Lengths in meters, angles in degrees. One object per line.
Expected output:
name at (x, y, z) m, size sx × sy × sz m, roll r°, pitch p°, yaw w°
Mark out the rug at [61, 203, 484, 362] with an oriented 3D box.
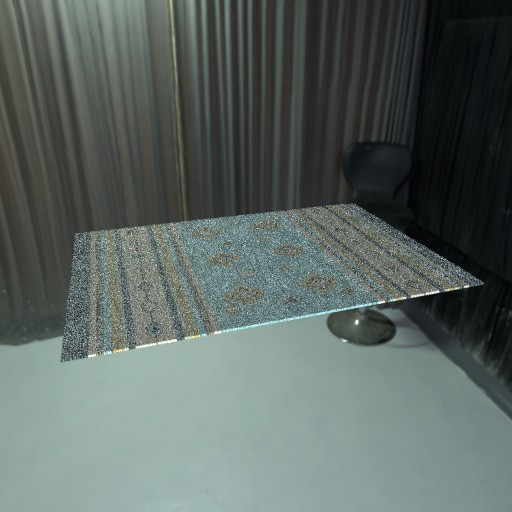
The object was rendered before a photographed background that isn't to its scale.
rug at (0.000, 0.000, 2.304) m, size 1.811 × 0.010 × 1.212 m, roll -8°, pitch 26°, yaw -16°
